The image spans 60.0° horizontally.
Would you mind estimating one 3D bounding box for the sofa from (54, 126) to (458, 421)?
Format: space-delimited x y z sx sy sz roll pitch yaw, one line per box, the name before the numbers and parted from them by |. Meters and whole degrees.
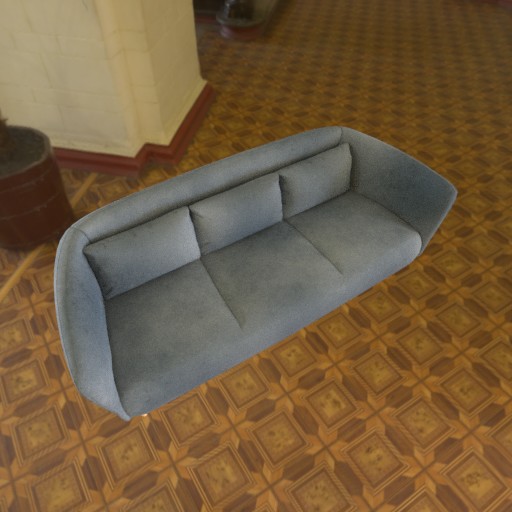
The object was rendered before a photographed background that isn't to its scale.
sofa | 0.000 0.000 2.431 2.095 0.795 0.849 -25 52 -22
